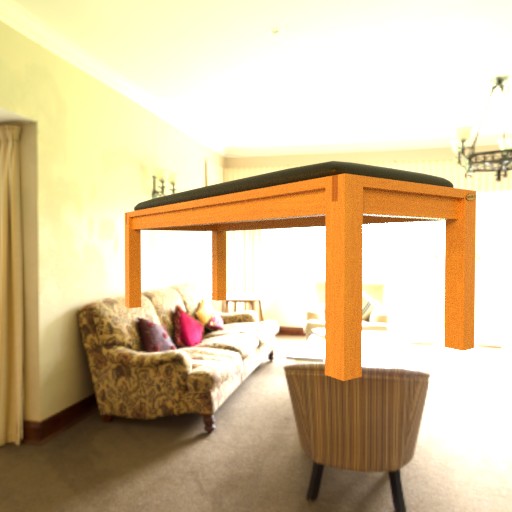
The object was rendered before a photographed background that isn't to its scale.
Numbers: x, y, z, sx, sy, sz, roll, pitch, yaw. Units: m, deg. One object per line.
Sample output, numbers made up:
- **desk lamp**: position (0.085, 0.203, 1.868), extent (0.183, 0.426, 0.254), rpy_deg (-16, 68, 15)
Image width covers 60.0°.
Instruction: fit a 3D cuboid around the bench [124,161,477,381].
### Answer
- **bench**: position (0.000, 0.000, 1.428), extent (0.450, 0.430, 1.202), rpy_deg (-1, 2, -35)
